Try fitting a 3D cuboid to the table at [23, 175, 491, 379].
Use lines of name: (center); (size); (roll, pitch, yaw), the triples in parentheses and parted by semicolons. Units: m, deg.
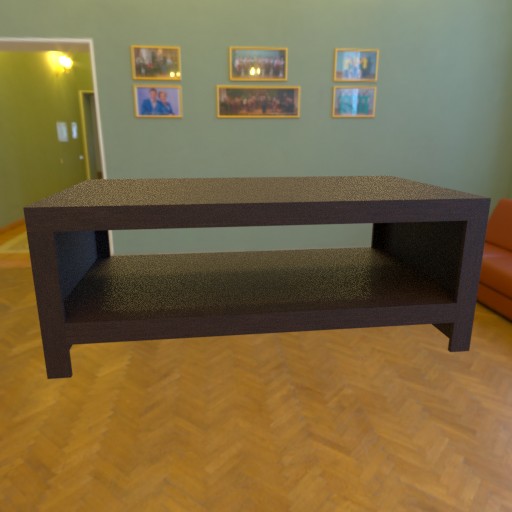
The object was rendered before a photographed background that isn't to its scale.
table: (0.000, 0.000, 1.374); (1.099, 0.424, 0.597); (-2, 16, -7)
